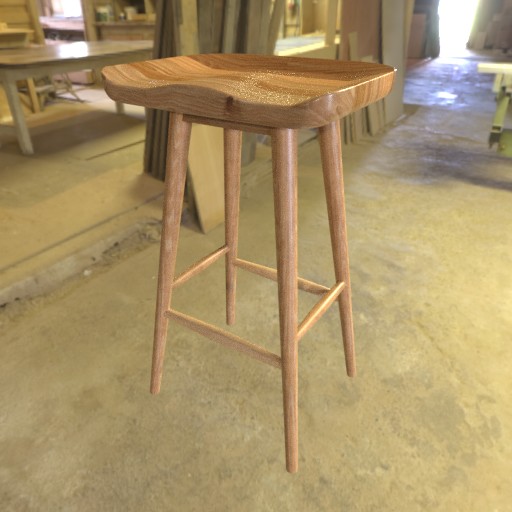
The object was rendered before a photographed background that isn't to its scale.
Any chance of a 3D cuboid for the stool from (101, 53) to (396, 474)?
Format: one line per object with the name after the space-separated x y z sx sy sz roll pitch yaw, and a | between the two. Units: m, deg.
0.000 0.000 0.881 0.407 0.698 0.322 18 34 28 | stool
